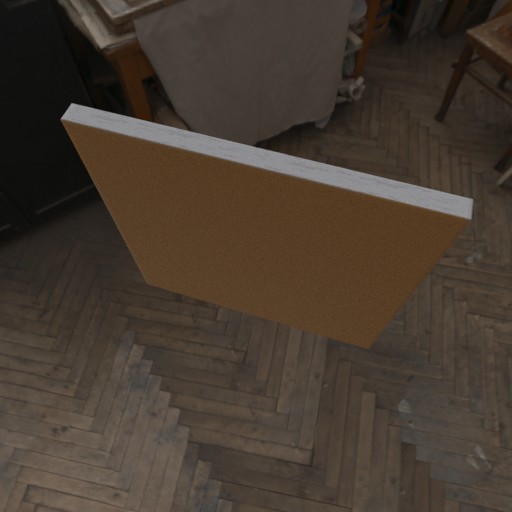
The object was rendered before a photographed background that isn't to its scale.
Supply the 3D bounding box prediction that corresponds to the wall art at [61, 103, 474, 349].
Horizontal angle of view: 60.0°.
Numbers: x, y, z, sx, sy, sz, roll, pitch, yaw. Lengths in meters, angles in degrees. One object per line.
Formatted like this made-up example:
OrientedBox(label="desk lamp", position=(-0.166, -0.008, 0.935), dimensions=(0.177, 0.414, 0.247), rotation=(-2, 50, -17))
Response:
OrientedBox(label="wall art", position=(0.000, 0.000, 1.912), dimensions=(1.287, 1.288, 0.078), rotation=(15, 63, 8))
